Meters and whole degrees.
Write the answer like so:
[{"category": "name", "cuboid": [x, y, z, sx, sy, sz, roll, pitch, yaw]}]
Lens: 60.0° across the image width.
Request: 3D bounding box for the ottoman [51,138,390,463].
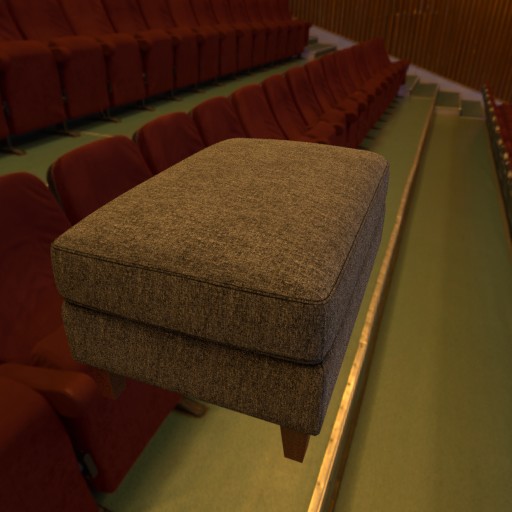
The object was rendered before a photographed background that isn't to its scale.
[{"category": "ottoman", "cuboid": [0.000, 0.000, 1.195, 0.584, 0.483, 0.864, 11, 31, 19]}]
